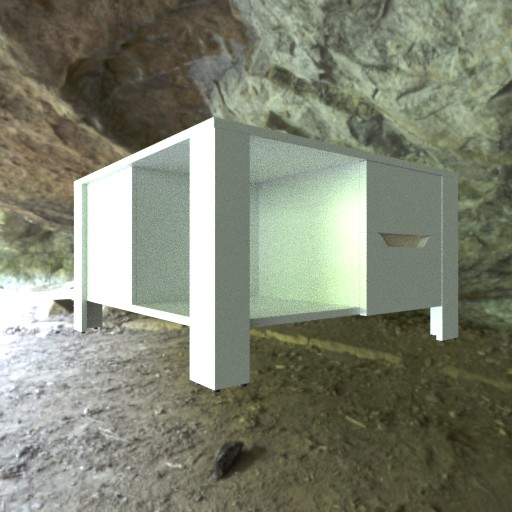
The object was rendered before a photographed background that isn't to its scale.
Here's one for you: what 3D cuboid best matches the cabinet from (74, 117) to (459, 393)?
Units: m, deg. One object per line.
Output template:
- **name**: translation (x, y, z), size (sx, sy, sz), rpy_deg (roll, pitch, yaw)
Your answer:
- **cabinet**: translation (0.000, 0.000, 1.295), size (0.800, 0.460, 0.800), rpy_deg (0, 0, -38)
